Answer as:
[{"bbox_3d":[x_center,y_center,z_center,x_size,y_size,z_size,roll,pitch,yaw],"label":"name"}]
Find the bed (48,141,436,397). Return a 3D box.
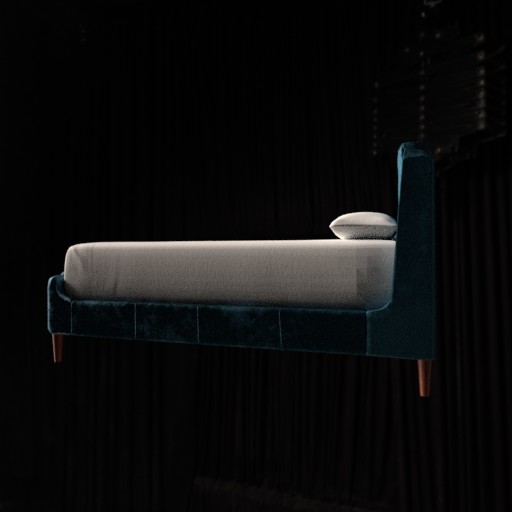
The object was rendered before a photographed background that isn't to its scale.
[{"bbox_3d":[0.000,0.000,3.234,2.322,1.338,1.678,0,0,18],"label":"bed"}]
